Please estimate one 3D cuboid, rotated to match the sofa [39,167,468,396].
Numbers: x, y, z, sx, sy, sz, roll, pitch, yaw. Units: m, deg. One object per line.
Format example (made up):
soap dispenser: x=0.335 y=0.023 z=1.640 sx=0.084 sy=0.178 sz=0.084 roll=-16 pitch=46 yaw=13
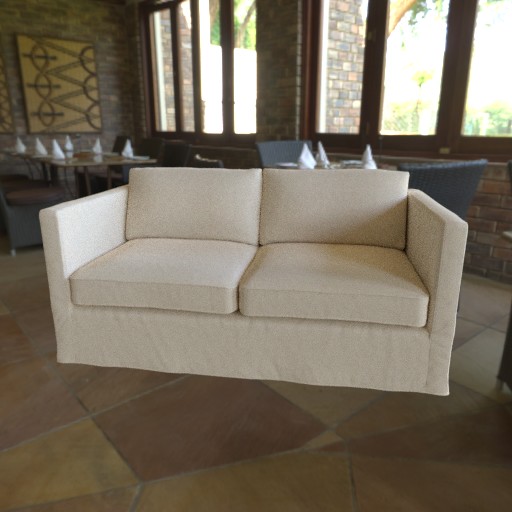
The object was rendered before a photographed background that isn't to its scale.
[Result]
sofa: x=0.000 y=0.000 z=2.249 sx=1.746 sy=0.834 sz=0.962 roll=3 pitch=16 yaw=9
